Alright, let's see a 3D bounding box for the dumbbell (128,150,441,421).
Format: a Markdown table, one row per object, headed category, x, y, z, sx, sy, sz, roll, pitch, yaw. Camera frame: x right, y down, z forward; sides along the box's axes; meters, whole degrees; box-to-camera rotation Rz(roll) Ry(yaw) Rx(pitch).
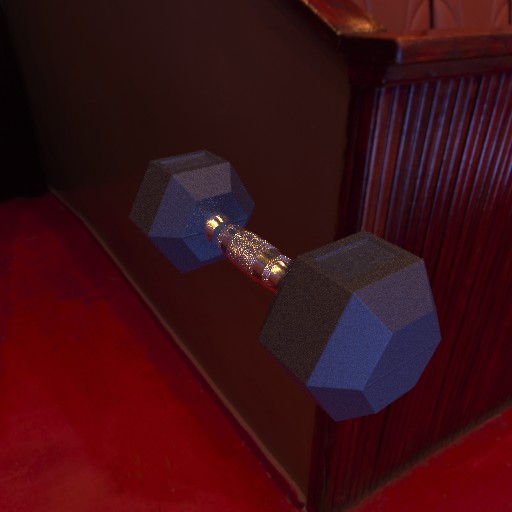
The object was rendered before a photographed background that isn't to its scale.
| category | x | y | z | sx | sy | sz | roll | pitch | yaw |
| --- | --- | --- | --- | --- | --- | --- | --- | --- | --- |
| dumbbell | 0.000 | 0.000 | 0.330 | 0.106 | 0.092 | 0.272 | -20 | 36 | -30 |
